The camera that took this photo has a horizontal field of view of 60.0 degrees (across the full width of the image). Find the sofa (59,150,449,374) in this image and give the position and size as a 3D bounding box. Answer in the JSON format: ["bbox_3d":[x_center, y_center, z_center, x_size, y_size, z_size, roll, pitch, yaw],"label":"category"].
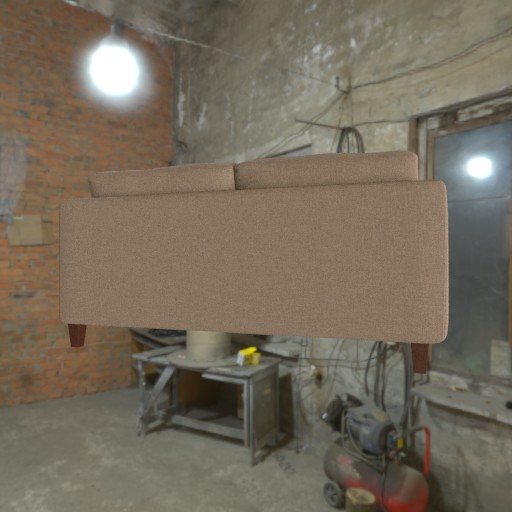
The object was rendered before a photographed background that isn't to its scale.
[{"bbox_3d":[0.000,0.000,2.439,1.884,0.947,0.951,0,-1,19],"label":"sofa"}]
